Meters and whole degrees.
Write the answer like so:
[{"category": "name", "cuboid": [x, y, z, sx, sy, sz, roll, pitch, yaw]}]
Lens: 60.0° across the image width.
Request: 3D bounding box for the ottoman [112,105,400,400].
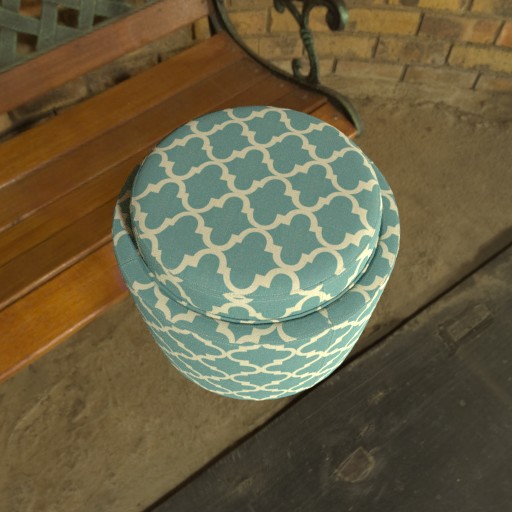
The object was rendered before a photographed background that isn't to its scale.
[{"category": "ottoman", "cuboid": [0.000, 0.000, 0.854, 0.480, 0.429, 0.480, 0, 58, 0]}]
